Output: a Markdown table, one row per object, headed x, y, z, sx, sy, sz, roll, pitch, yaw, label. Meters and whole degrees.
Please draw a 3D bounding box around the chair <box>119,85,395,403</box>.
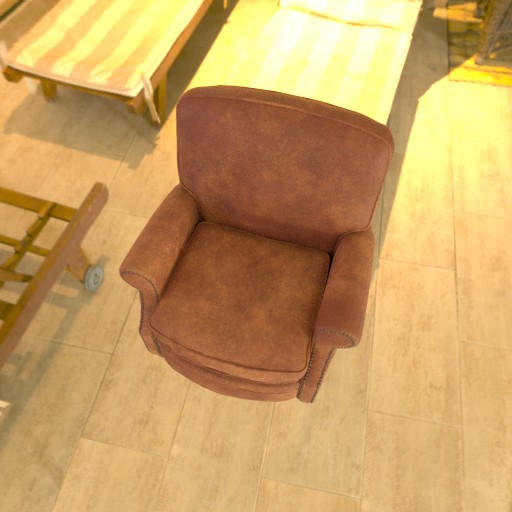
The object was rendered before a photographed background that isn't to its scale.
| x | y | z | sx | sy | sz | roll | pitch | yaw | label |
| --- | --- | --- | --- | --- | --- | --- | --- | --- | --- |
| 0.000 | 0.000 | 1.813 | 0.936 | 1.018 | 0.986 | 15 | 60 | 9 | chair |
